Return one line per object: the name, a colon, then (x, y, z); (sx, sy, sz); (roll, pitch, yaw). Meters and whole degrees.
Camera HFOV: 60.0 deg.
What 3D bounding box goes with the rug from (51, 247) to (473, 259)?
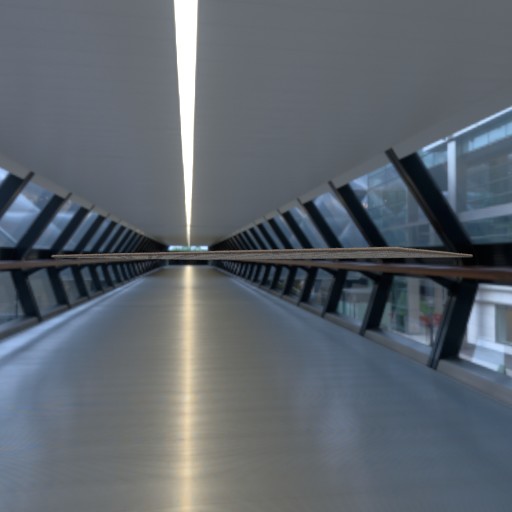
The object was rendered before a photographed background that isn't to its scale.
rug: (0.000, 0.000, 2.082); (1.677, 0.011, 1.066); (-1, -1, 36)
